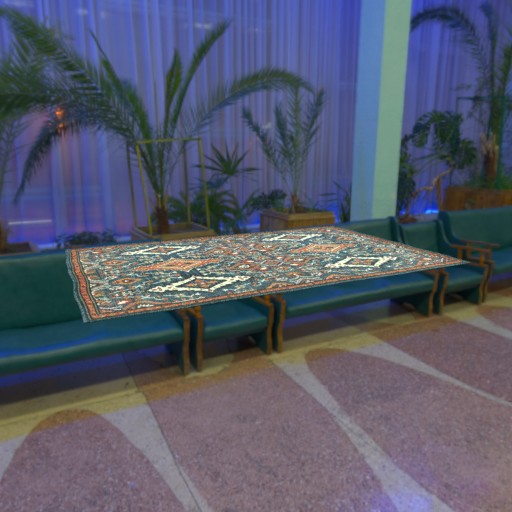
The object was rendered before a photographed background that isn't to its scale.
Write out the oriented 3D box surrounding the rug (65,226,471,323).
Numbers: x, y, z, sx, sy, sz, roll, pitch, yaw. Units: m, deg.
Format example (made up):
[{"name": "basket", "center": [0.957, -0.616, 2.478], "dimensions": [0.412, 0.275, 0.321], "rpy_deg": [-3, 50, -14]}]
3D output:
[{"name": "rug", "center": [0.000, 0.000, 4.313], "dimensions": [3.371, 0.008, 2.190], "rpy_deg": [-6, 15, -25]}]
